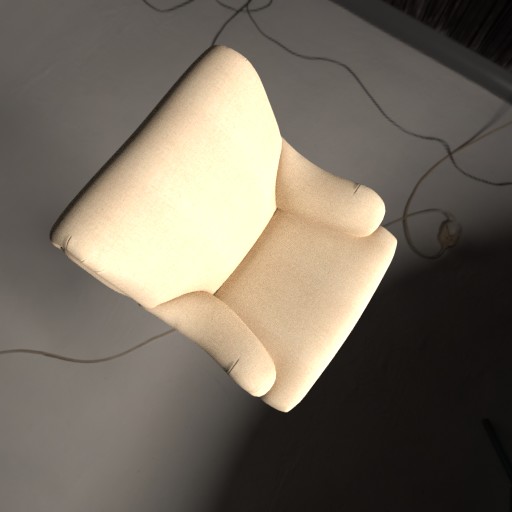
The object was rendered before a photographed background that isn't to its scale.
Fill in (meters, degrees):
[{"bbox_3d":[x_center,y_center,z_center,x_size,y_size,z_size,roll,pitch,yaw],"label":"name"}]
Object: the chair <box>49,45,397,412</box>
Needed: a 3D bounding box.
[{"bbox_3d":[0.000,0.000,1.544,0.842,0.944,0.766,34,77,9],"label":"chair"}]
